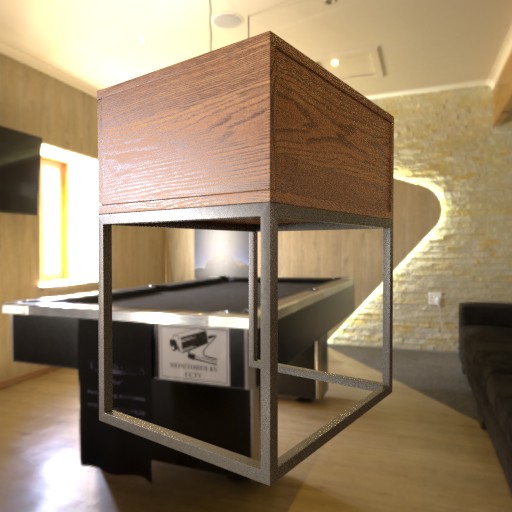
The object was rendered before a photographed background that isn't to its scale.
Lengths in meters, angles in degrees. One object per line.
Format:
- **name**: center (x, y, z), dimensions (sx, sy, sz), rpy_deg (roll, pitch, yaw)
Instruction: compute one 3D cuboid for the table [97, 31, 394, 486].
- **table**: center (0.000, 0.000, 0.904), dimensions (0.400, 0.610, 0.482), rpy_deg (1, 1, 36)
